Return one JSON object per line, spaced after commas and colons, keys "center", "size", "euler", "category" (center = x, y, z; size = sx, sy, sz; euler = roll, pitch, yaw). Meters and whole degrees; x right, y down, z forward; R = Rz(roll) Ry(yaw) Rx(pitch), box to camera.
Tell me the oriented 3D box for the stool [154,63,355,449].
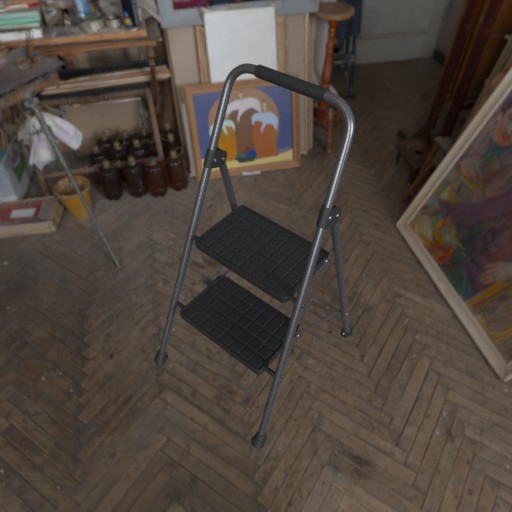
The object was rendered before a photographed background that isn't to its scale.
{"center": [0.000, 0.000, 1.150], "size": [0.450, 0.872, 0.514], "euler": [31, 54, 26], "category": "stool"}
